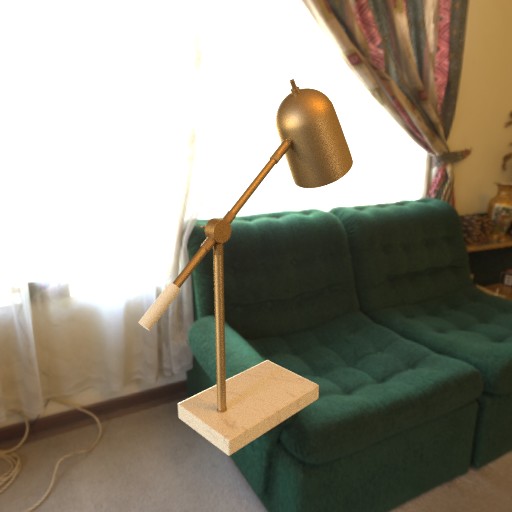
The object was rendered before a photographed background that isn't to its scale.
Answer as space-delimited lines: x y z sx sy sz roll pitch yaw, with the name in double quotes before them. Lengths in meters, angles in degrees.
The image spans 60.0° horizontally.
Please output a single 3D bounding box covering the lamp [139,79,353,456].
"lamp" 0.000 0.000 0.787 0.471 0.603 0.144 -14 21 -42
